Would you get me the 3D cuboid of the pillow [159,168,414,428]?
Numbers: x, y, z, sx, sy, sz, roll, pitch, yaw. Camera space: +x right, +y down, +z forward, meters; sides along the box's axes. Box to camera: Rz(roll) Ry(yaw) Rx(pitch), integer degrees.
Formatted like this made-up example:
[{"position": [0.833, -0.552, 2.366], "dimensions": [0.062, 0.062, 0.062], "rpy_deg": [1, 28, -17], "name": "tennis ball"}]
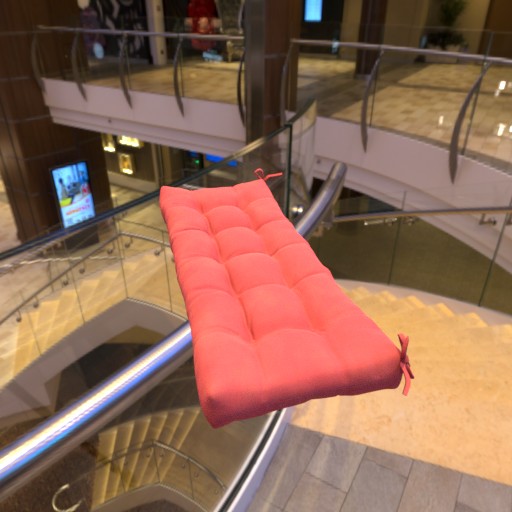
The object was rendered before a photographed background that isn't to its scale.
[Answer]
[{"position": [0.000, 0.000, 1.372], "dimensions": [0.511, 0.174, 1.194], "rpy_deg": [-8, 31, -13], "name": "pillow"}]
